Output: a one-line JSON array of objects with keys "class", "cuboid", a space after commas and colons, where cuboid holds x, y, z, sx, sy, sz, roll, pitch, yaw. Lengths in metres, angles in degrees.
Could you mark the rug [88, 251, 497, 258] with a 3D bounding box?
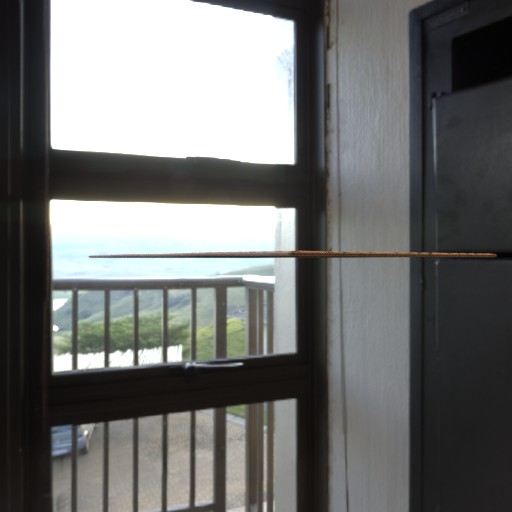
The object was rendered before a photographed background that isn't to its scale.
[{"class": "rug", "cuboid": [0.000, 0.000, 2.998, 1.521, 0.023, 2.464, 0, 0, -36]}]
